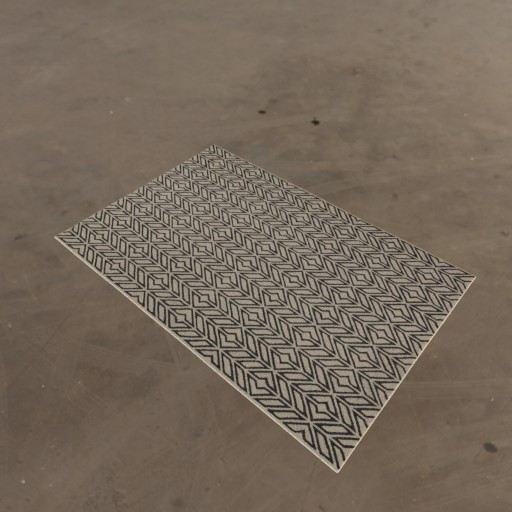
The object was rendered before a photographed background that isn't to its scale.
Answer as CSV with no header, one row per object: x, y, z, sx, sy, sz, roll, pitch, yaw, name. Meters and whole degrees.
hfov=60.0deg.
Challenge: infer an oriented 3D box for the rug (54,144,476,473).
0.000,0.000,2.293,1.828,0.007,1.220,32,54,27,rug
